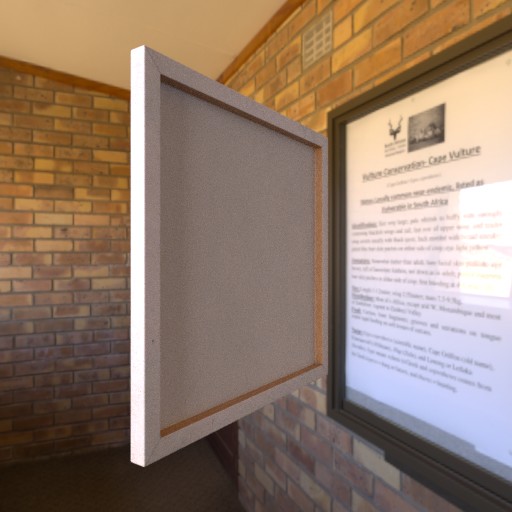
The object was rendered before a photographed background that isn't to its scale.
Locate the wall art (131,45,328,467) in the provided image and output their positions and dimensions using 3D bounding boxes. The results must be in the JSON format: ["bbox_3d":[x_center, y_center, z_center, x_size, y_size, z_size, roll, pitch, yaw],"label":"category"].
[{"bbox_3d":[0.000,0.000,1.122,0.038,0.762,0.762,0,0,35],"label":"wall art"}]
